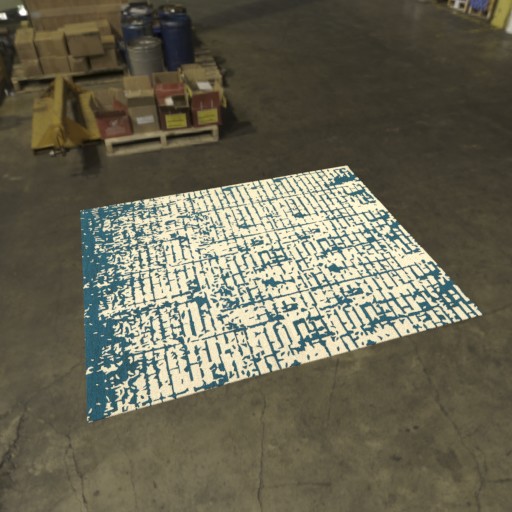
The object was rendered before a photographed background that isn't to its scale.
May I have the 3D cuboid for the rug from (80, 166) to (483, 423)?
[{"bbox_3d":[0.000,0.000,4.027,3.017,0.014,2.416,-12,43,-13],"label":"rug"}]
